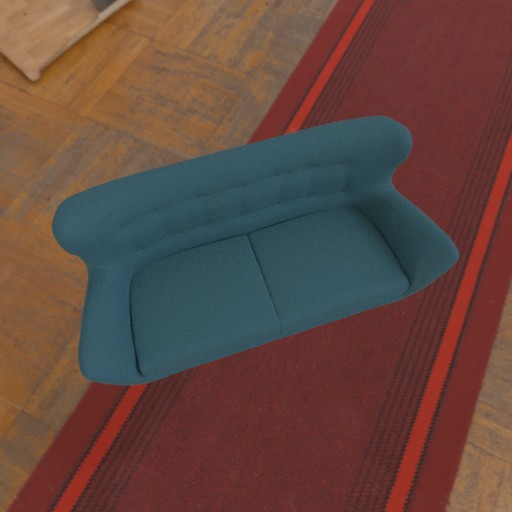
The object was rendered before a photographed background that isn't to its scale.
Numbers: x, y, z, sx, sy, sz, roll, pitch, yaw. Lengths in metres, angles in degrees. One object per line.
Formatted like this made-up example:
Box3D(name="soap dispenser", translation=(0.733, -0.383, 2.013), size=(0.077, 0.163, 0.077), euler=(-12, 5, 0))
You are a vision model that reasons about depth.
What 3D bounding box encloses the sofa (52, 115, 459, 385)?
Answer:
Box3D(name="sofa", translation=(0.000, 0.000, 2.436), size=(1.930, 0.890, 0.889), euler=(-17, 65, -8))
